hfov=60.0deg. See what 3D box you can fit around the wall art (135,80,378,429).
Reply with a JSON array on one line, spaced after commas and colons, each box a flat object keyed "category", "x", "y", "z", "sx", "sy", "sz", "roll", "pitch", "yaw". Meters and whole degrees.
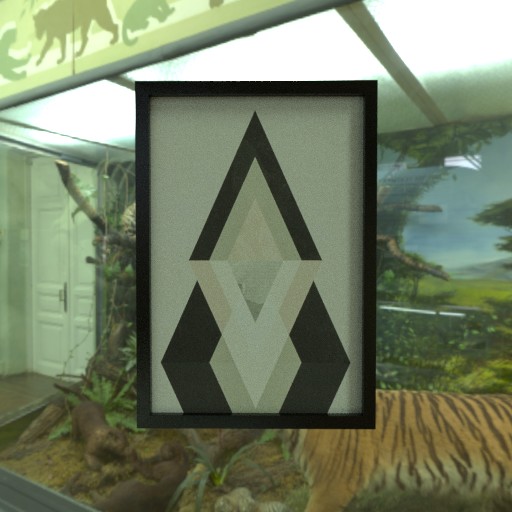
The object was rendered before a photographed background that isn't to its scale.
[{"category": "wall art", "x": 0.000, "y": 0.000, "z": 0.587, "sx": 0.314, "sy": 0.455, "sz": 0.019, "roll": 0, "pitch": 1, "yaw": 1}]
